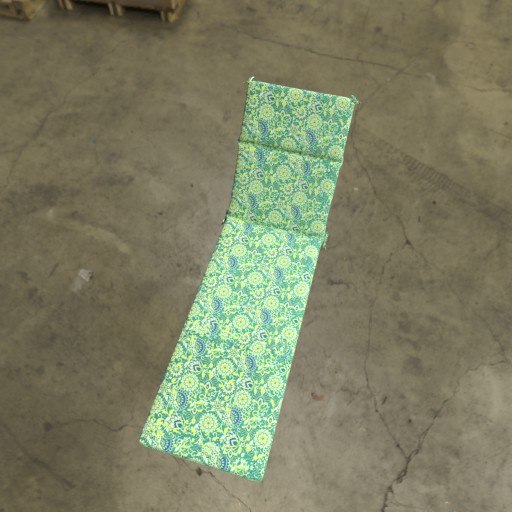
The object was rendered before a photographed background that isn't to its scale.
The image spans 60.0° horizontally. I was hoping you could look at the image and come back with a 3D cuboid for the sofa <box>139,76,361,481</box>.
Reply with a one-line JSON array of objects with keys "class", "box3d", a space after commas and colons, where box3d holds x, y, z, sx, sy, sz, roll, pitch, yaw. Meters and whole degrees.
[{"class": "sofa", "box3d": [0.000, 0.000, 1.949, 0.582, 0.622, 1.663, 14, 59, 8]}]
